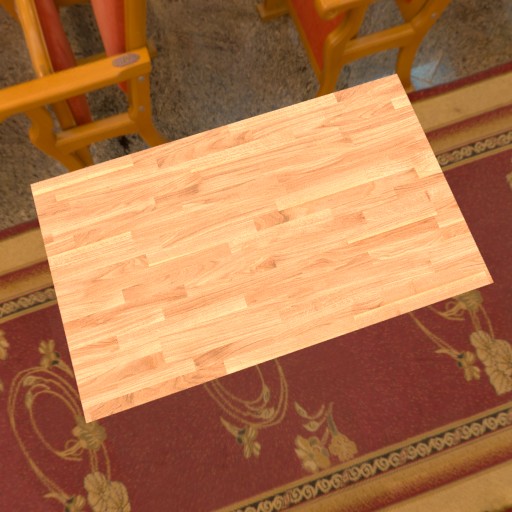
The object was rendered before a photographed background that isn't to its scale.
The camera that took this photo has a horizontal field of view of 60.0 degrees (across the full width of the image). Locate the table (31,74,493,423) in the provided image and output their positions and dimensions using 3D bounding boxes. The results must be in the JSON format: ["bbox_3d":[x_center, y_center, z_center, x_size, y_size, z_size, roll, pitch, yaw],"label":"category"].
[{"bbox_3d":[0.000,0.000,2.010,1.500,0.770,0.900,-18,77,-4],"label":"table"}]
